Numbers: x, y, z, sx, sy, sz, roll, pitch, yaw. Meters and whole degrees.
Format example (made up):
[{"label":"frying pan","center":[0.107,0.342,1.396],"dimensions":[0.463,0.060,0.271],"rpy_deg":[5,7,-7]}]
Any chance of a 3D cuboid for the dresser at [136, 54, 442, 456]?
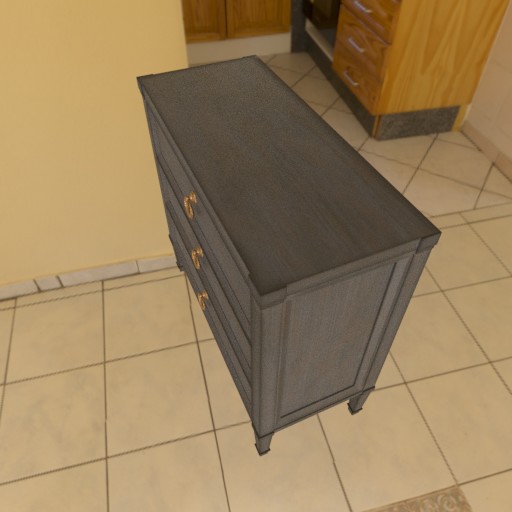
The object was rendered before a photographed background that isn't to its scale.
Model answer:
[{"label":"dresser","center":[0.000,0.000,1.632],"dimensions":[0.463,0.986,1.049],"rpy_deg":[-18,50,-16]}]
